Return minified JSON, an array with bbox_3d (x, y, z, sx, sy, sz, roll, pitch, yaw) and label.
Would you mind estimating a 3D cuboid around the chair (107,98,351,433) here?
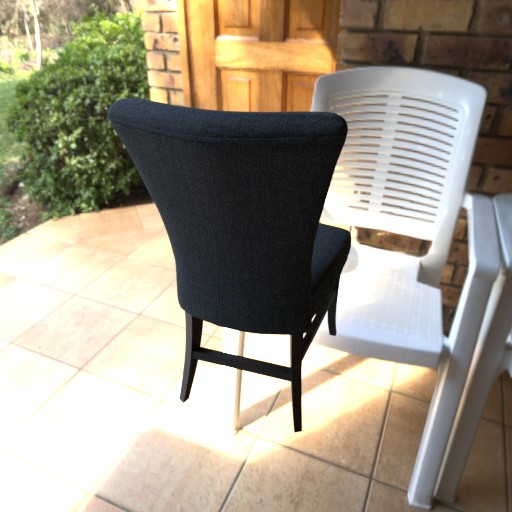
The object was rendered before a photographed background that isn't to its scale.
[{"bbox_3d":[0.000,0.000,1.352,0.520,0.991,0.660,9,32,15],"label":"chair"}]
